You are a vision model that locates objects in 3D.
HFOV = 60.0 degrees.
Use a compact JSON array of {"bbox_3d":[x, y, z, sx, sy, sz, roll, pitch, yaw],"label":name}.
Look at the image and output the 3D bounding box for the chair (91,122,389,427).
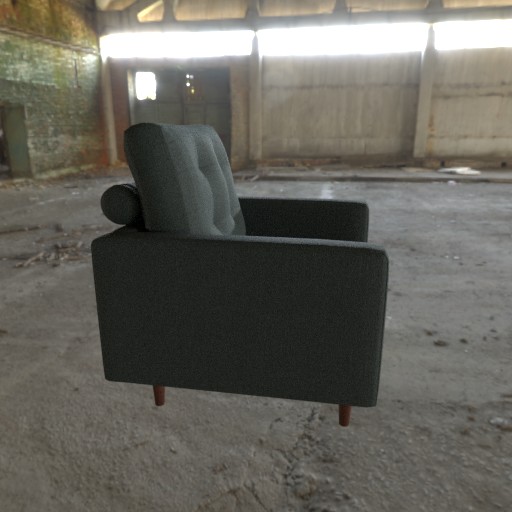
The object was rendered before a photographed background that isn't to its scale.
[{"bbox_3d":[0.000,0.000,1.538,0.843,0.880,0.821,3,16,10],"label":"chair"}]
